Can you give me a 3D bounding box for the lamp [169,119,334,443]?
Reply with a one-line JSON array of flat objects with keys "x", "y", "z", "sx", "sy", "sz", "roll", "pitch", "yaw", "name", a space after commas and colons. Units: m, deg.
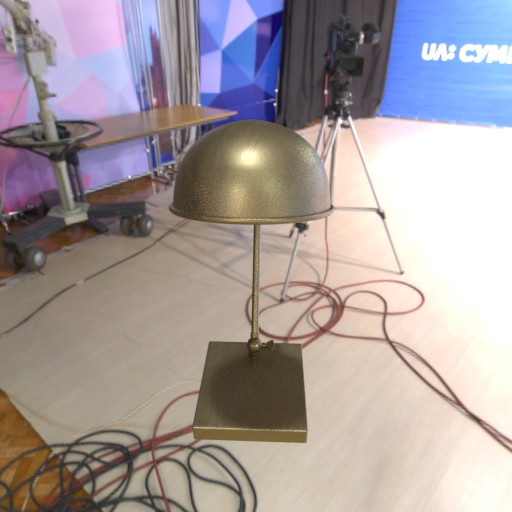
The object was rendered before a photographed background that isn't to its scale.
[{"x": 0.000, "y": 0.000, "z": 0.545, "sx": 0.149, "sy": 0.371, "sz": 0.339, "roll": 1, "pitch": 30, "yaw": 2, "name": "lamp"}]
